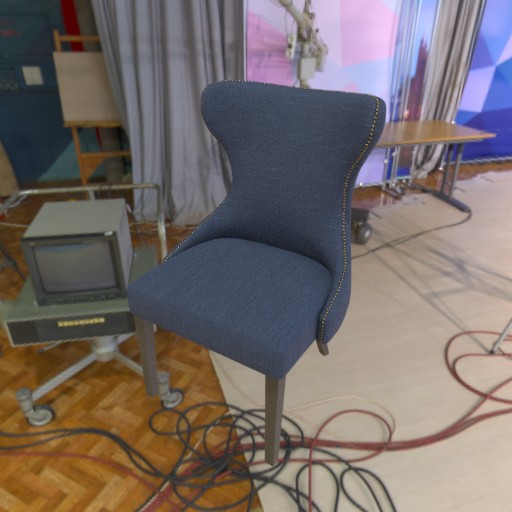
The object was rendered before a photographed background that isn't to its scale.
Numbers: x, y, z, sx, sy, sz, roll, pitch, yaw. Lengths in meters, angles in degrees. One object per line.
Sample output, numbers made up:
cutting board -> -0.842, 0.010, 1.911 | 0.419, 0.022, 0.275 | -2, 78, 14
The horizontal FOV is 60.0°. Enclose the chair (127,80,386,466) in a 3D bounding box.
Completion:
chair -> 0.000, 0.000, 1.406 | 0.628, 0.967, 0.635 | 17, 34, 28
